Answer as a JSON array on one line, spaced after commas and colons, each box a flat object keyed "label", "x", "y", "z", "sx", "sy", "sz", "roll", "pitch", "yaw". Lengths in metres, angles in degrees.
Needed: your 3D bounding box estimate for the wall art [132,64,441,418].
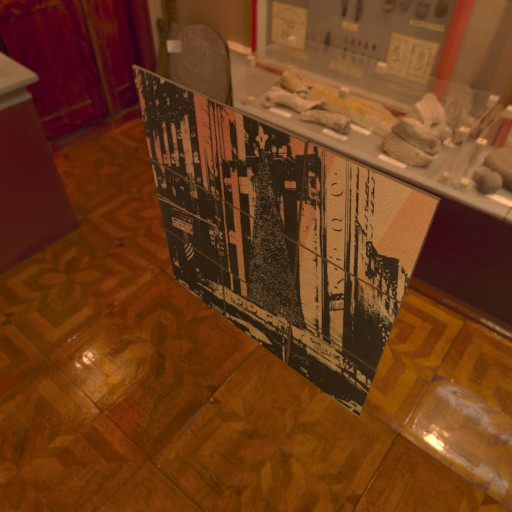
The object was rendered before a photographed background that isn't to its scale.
[{"label": "wall art", "x": 0.000, "y": 0.000, "z": 1.807, "sx": 1.216, "sy": 1.216, "sz": 0.013, "roll": 32, "pitch": 54, "yaw": 27}]
